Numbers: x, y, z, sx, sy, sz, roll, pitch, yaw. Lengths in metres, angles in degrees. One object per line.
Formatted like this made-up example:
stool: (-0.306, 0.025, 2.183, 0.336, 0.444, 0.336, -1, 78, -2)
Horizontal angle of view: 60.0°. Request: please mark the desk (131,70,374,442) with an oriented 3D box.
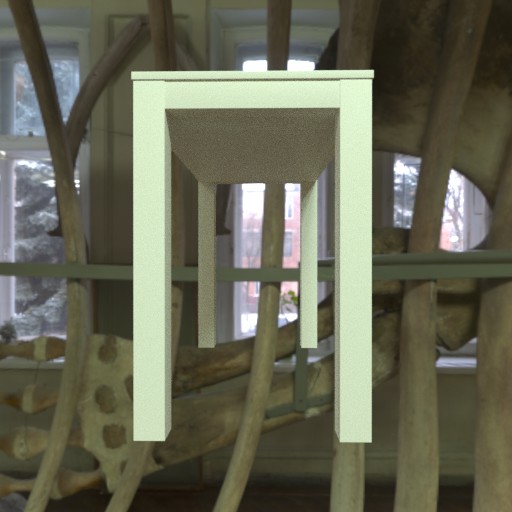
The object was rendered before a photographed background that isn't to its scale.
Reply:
desk: (0.000, 0.000, 1.404, 0.497, 0.762, 0.990, 0, 0, 1)
